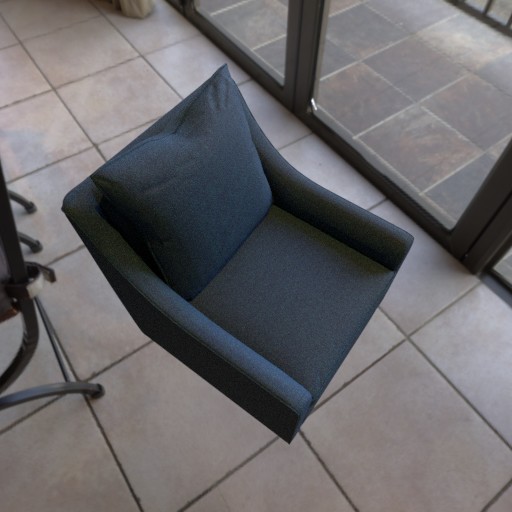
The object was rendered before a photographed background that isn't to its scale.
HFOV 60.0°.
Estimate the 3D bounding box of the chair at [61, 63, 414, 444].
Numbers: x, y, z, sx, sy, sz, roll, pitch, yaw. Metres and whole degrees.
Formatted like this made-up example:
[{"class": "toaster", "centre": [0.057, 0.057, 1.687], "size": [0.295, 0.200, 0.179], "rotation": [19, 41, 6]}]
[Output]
[{"class": "chair", "centre": [0.000, 0.000, 1.568], "size": [0.870, 0.939, 0.750], "rotation": [32, 63, 18]}]
